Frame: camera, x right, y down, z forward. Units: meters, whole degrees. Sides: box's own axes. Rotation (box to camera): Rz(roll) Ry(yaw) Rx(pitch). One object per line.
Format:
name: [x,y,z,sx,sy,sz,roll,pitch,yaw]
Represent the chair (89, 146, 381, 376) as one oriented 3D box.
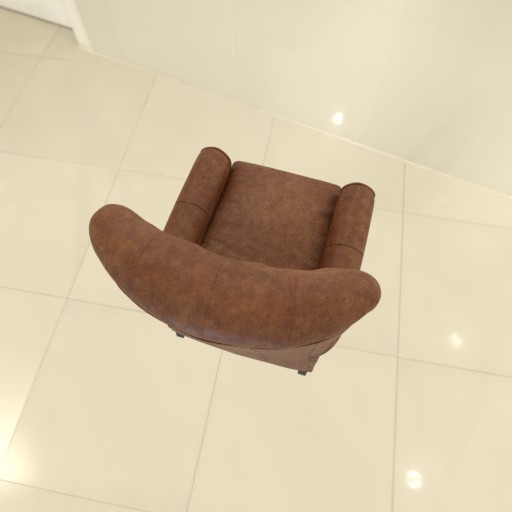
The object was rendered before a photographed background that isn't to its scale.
chair: [0.000,0.000,1.919,0.951,1.164,1.059,15,64,8]
